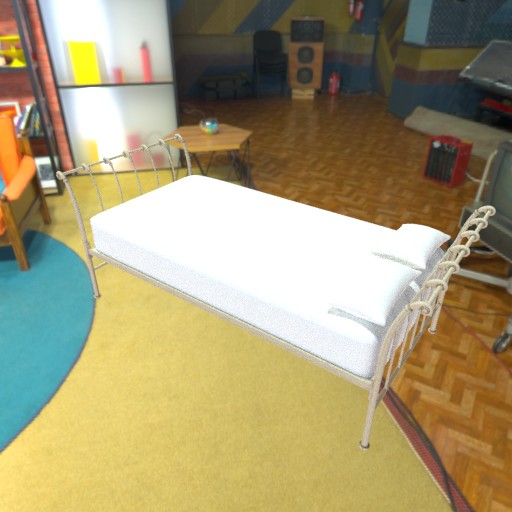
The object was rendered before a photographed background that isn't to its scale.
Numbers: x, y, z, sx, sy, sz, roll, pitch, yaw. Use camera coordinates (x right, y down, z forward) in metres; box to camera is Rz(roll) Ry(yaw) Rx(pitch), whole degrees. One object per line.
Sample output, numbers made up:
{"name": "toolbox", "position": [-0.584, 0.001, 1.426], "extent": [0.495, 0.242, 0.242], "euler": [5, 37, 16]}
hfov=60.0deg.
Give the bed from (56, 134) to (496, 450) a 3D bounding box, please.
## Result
{"name": "bed", "position": [0.000, 0.000, 2.636], "extent": [2.228, 0.873, 1.032], "euler": [21, 37, 30]}
